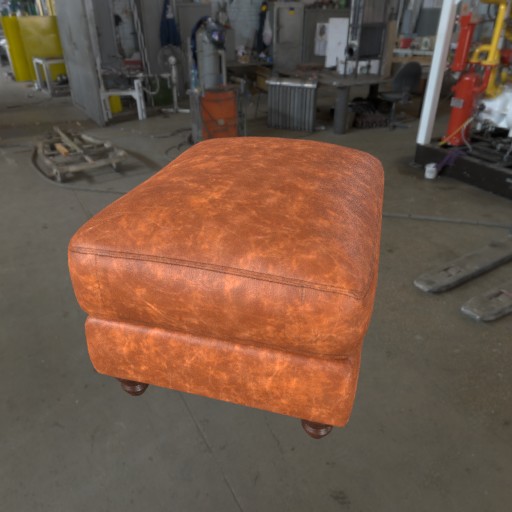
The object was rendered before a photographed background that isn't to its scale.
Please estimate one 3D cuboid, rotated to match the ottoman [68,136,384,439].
[{"bbox_3d":[0.000,0.000,1.262,0.657,0.562,0.832,8,31,13],"label":"ottoman"}]
